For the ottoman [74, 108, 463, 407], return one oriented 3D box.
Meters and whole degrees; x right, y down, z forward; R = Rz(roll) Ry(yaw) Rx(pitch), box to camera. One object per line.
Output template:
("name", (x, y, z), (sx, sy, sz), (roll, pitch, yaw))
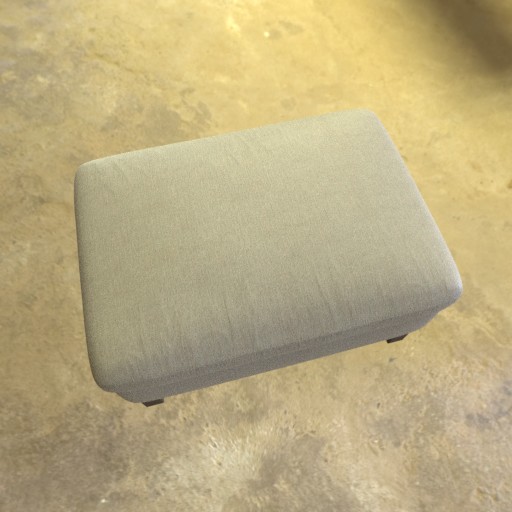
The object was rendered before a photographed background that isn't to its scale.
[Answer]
("ottoman", (0.000, 0.000, 1.040), (0.735, 0.404, 0.528), (-13, 63, -7))
